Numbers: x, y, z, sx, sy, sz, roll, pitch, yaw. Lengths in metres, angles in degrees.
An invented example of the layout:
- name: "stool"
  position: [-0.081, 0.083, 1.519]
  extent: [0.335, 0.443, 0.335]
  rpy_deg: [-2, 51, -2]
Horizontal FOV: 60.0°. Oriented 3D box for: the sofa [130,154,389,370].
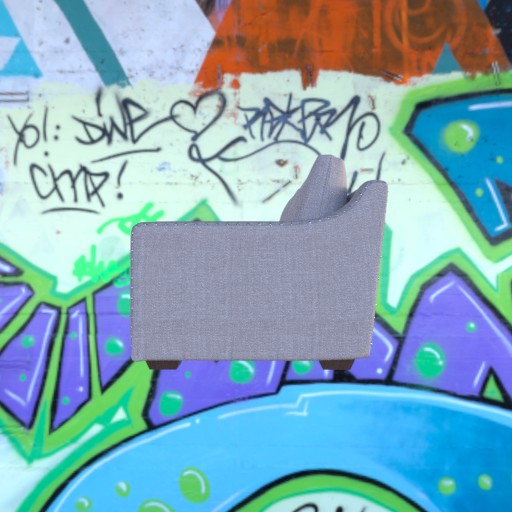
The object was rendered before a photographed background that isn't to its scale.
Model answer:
- name: "sofa"
  position: [0.000, 0.000, 2.745]
  extent: [1.000, 0.857, 2.208]
  rpy_deg: [0, 0, 0]
